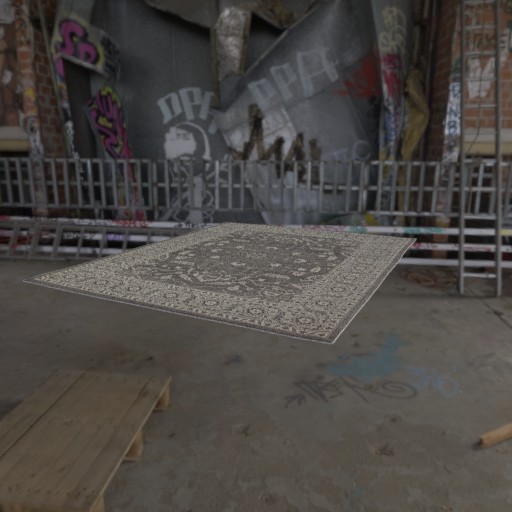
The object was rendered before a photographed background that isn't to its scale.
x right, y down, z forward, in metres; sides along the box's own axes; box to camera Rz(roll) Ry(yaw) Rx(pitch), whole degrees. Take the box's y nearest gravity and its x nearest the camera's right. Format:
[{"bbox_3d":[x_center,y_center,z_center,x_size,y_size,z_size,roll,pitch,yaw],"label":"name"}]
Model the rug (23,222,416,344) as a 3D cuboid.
[{"bbox_3d":[0.000,0.000,4.153,2.451,0.026,3.069,7,16,26],"label":"rug"}]
